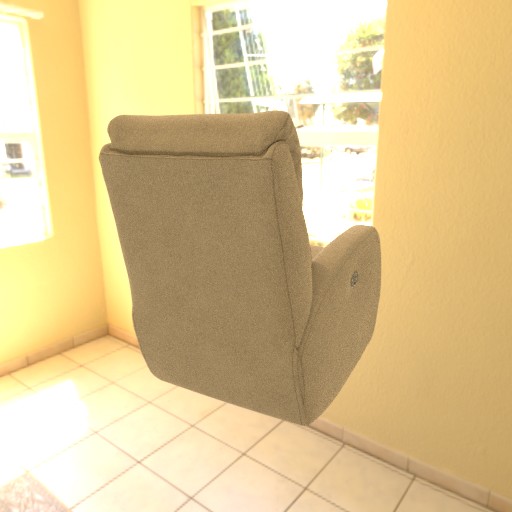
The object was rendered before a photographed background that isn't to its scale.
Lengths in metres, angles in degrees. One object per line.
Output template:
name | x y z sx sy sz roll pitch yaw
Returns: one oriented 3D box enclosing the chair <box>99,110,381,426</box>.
chair | 0.000 0.000 1.694 0.794 1.021 0.940 8 18 27
